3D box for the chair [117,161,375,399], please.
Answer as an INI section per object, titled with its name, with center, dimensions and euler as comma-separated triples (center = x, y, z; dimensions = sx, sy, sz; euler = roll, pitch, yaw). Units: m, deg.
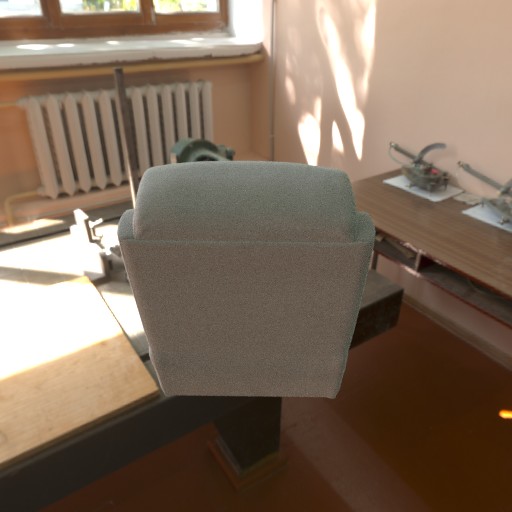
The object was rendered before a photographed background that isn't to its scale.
[chair]
center = 0.000, 0.000, 1.747
dimensions = 0.798, 1.013, 1.043
euler = 0, 30, 1
